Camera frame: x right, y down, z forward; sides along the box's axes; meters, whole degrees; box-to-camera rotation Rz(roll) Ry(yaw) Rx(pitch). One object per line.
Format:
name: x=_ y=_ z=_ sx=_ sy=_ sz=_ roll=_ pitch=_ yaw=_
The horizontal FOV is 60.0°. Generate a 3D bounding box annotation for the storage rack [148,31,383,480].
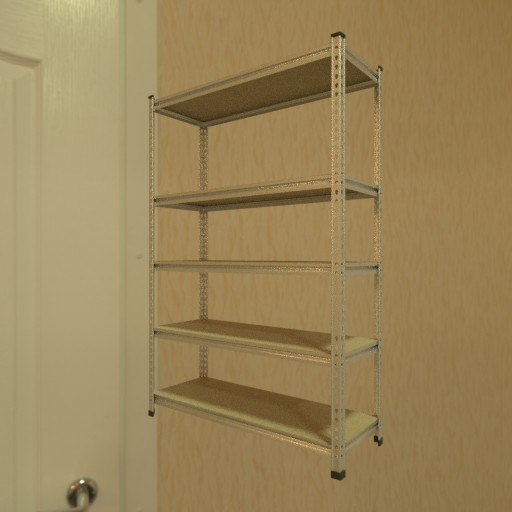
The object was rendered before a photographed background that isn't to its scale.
storage rack: x=0.000 y=0.000 z=2.352 sx=1.219 sy=1.829 sz=0.457 roll=0 pitch=0 yaw=37
